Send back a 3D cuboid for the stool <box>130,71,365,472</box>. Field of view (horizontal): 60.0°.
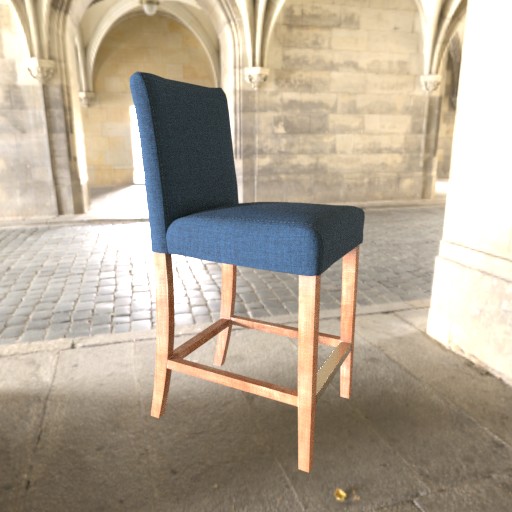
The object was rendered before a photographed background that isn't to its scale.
[{"bbox_3d":[0.000,0.000,1.362,0.567,1.039,0.454,7,16,26],"label":"stool"}]
